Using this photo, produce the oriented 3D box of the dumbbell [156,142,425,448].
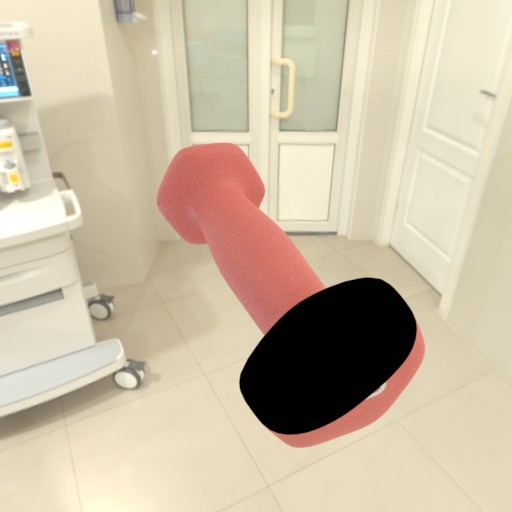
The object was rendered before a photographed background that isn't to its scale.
[{"bbox_3d":[0.000,0.000,0.146,0.047,0.043,0.123,-11,33,-18],"label":"dumbbell"}]
